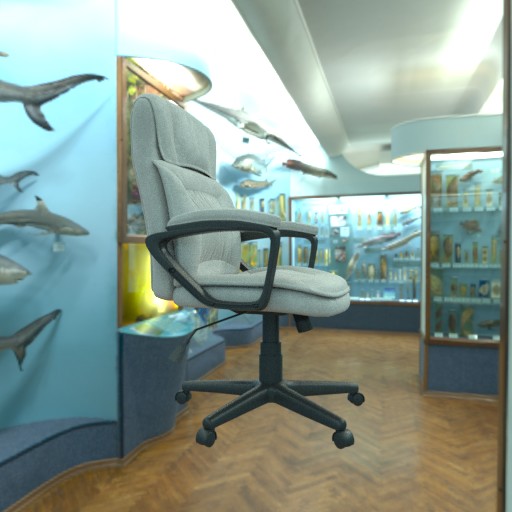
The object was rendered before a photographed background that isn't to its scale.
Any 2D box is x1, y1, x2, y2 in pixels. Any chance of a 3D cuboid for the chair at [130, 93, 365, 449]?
[{"bbox_3d":[0.000,0.000,1.564,0.724,1.105,0.667,0,1,18],"label":"chair"}]
